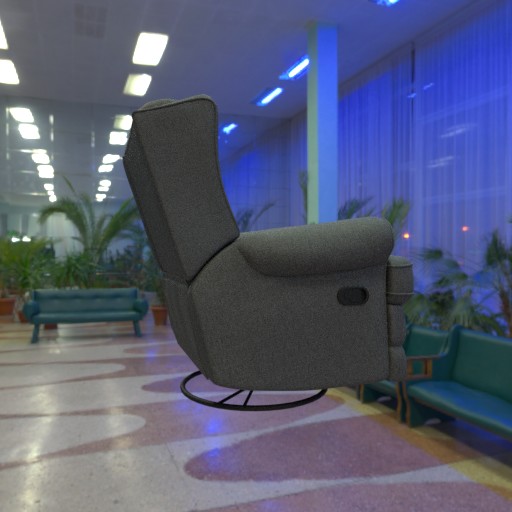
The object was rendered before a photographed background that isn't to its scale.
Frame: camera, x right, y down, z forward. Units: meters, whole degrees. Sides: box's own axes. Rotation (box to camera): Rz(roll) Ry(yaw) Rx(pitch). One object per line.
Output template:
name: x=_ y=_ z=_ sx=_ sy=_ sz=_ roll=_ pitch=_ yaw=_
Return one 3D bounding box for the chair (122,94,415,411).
chair: x=0.000 y=0.000 z=1.724 sx=0.969 sy=1.011 sz=0.847 roll=0 pitch=1 yaw=-19
